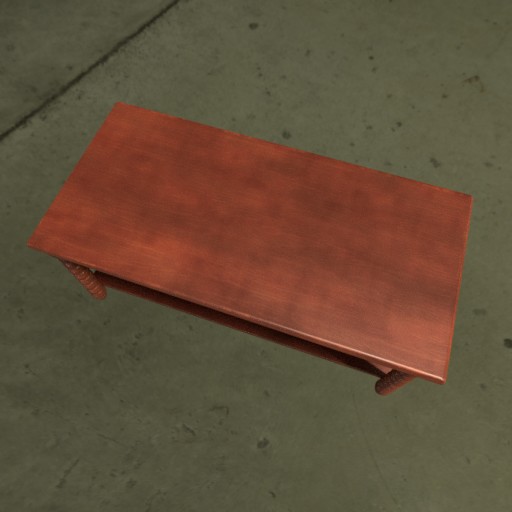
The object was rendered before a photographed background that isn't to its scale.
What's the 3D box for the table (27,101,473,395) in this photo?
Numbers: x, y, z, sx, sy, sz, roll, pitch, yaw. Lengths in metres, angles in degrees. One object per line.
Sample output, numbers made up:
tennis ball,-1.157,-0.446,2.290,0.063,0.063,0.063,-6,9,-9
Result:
table,0.000,0.000,1.490,1.171,0.485,0.580,17,65,8
